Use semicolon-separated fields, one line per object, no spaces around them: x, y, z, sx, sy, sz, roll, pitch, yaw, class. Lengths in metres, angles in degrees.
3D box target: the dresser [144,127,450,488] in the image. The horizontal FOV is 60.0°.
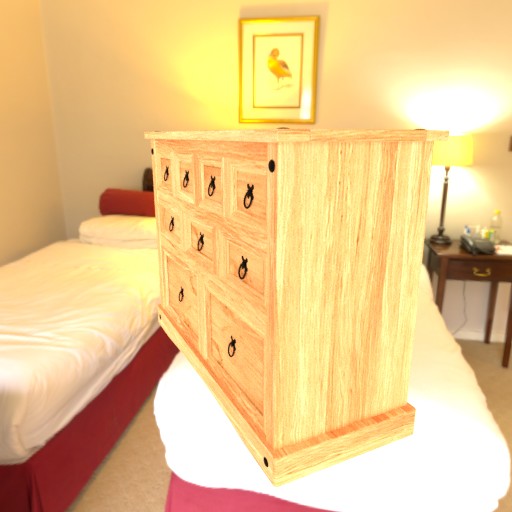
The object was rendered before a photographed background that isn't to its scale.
0.000;0.000;1.355;0.410;0.740;0.990;-7;17;-25;dresser
